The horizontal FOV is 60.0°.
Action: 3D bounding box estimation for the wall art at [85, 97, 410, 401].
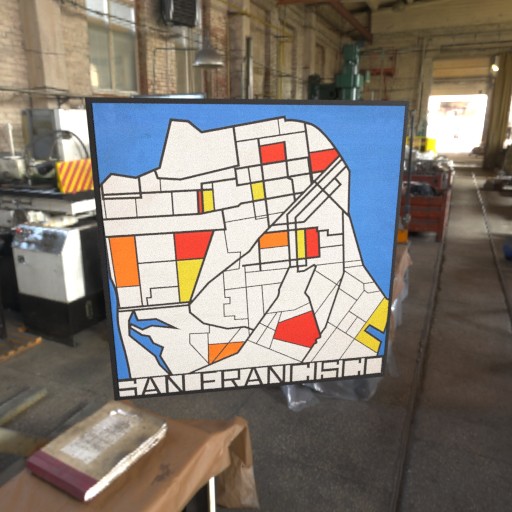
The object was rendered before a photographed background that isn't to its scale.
[{"bbox_3d":[0.000,0.000,0.992,0.664,0.663,0.015,-2,16,-9],"label":"wall art"}]
